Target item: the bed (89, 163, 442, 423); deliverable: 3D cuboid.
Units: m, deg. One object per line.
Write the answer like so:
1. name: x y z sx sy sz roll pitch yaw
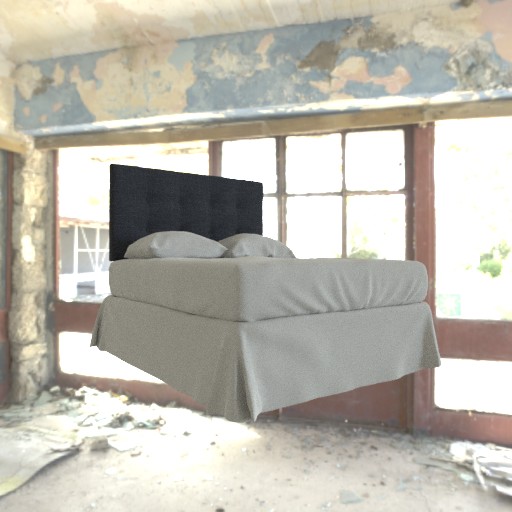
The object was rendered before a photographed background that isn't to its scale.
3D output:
1. bed: 0.000 0.000 3.456 1.936 1.577 2.222 0 0 -37
